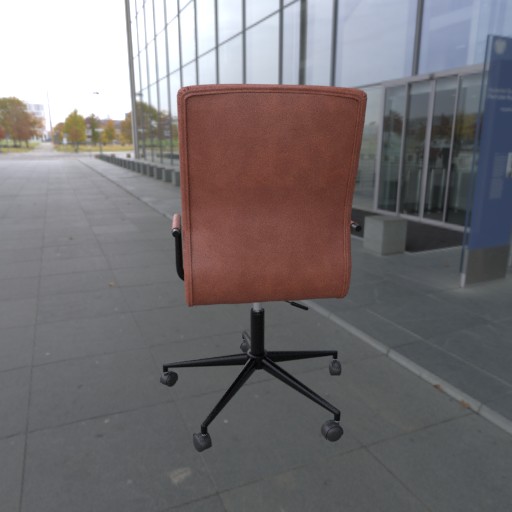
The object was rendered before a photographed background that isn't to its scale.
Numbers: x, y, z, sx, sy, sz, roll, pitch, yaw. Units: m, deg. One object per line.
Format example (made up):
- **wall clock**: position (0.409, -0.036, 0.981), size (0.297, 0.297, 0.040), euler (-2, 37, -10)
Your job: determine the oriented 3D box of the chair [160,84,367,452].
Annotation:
- **chair**: position (0.000, 0.000, 1.296), size (0.600, 0.878, 0.578), euler (-2, 14, -9)
